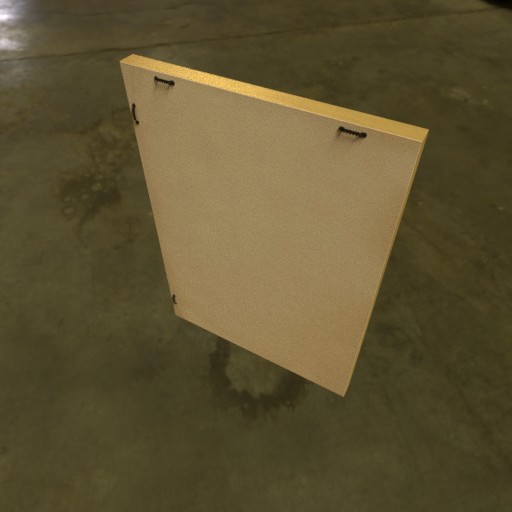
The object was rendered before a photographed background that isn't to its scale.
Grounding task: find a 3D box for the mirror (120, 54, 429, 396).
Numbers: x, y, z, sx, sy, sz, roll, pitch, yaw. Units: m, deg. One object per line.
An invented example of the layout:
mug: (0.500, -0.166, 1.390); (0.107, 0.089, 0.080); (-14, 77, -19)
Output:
mirror: (0.000, 0.000, 0.921); (0.507, 0.710, 0.039); (22, 50, 20)
